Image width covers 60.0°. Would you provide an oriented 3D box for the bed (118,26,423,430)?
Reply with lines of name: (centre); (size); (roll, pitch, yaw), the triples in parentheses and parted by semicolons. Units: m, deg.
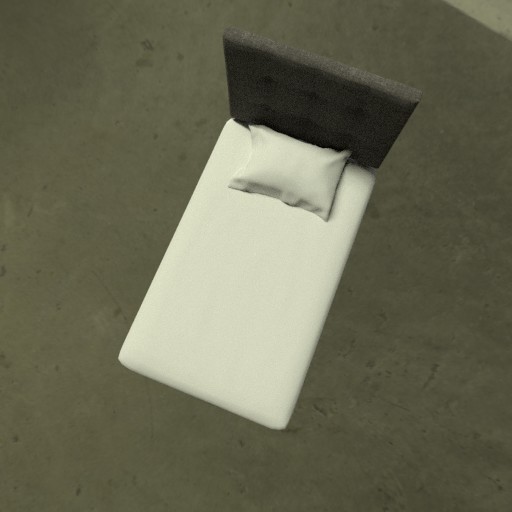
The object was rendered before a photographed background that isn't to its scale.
bed: (0.000, 0.000, 2.924); (1.261, 1.571, 1.997); (21, 77, 5)
